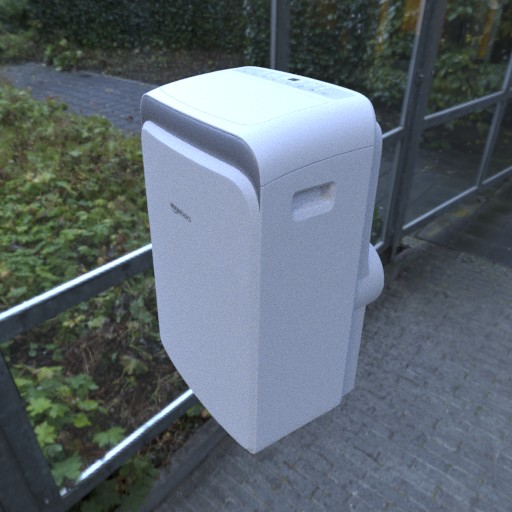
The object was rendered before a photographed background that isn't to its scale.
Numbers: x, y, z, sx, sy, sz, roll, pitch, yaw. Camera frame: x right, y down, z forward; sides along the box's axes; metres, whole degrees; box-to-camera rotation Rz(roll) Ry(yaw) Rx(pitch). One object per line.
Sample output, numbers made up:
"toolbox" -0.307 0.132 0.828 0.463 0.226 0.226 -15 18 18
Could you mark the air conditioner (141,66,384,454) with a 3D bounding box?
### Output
"air conditioner" 0.000 0.000 0.954 0.365 0.700 0.454 -21 39 -30
